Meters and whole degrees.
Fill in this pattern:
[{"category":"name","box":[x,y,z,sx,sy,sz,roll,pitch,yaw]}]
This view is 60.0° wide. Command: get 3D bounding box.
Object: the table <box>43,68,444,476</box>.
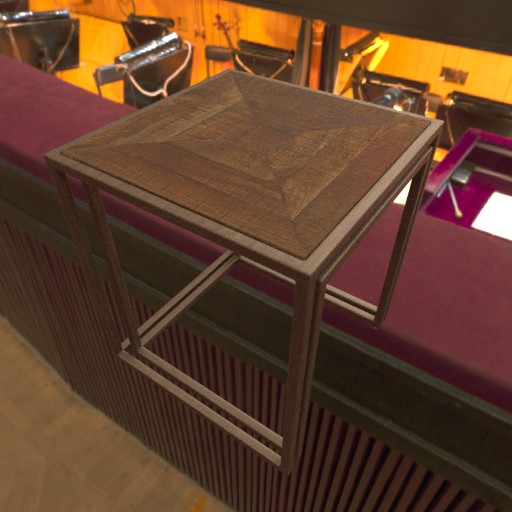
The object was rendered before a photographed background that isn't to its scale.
[{"category":"table","box":[0.000,0.000,0.853,0.449,0.500,0.450,25,47,25]}]
